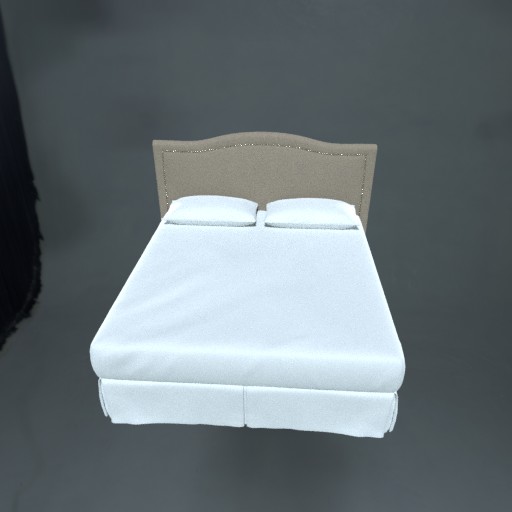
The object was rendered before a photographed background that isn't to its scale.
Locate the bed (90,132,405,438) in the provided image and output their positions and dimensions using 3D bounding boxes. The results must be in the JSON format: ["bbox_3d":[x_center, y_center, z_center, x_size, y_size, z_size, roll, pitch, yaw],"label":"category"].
[{"bbox_3d":[0.000,0.000,3.511,2.083,1.421,2.182,2,30,3],"label":"bed"}]
